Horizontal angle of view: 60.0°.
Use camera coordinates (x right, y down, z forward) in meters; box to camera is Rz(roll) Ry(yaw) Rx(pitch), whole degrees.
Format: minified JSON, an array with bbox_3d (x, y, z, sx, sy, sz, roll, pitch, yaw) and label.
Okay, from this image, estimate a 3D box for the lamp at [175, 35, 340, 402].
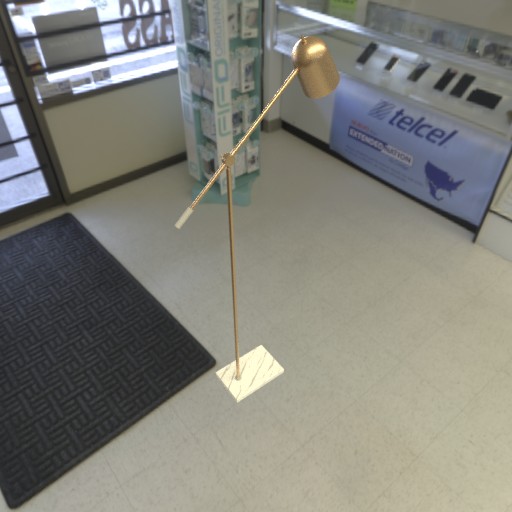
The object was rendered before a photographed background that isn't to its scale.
[{"bbox_3d":[0.000,0.000,1.784,0.653,1.594,0.194,-26,48,-26],"label":"lamp"}]
